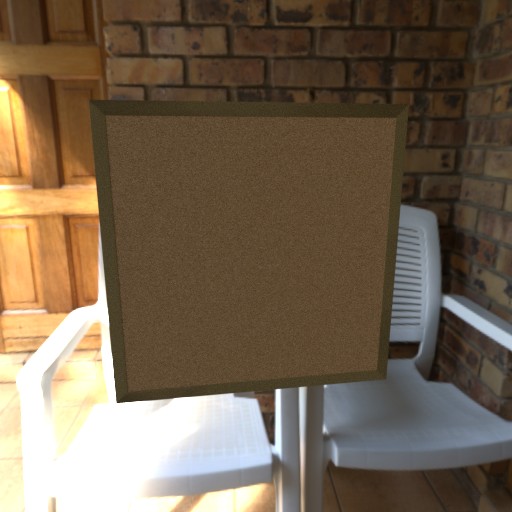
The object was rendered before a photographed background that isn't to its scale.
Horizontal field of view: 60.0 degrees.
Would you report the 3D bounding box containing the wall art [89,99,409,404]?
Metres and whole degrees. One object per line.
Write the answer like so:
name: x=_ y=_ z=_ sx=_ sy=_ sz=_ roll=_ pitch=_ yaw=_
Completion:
wall art: x=0.000 y=0.000 z=0.776 sx=0.507 sy=0.508 sz=0.038 roll=-2 pitch=15 yaw=-9
